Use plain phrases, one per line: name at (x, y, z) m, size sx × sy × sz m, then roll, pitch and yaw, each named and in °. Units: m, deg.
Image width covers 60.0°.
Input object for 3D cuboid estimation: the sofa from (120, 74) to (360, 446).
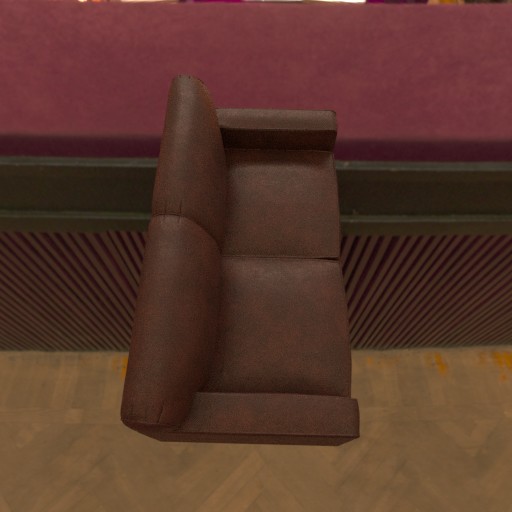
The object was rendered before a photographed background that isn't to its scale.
sofa at (0.000, 0.000, 2.406) m, size 1.000 × 0.966 × 1.856 m, roll 1°, pitch 63°, yaw 1°
